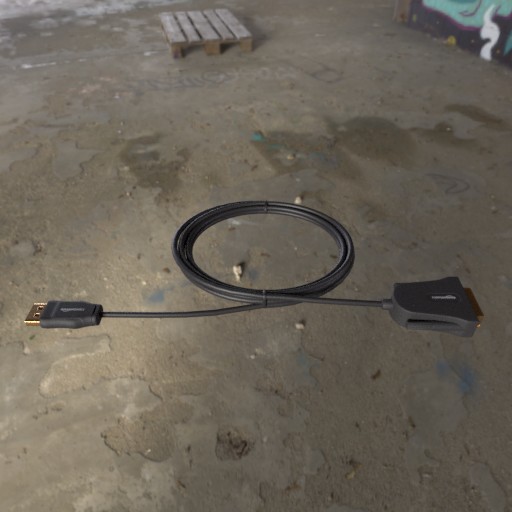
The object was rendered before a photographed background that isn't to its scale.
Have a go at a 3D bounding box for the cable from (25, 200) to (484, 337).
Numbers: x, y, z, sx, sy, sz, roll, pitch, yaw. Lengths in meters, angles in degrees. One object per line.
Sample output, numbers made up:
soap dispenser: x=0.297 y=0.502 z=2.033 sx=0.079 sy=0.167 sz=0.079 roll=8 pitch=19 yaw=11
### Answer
cable: x=0.000 y=0.000 z=0.321 sx=0.281 sy=0.015 sz=0.136 roll=1 pitch=41 yaw=1
